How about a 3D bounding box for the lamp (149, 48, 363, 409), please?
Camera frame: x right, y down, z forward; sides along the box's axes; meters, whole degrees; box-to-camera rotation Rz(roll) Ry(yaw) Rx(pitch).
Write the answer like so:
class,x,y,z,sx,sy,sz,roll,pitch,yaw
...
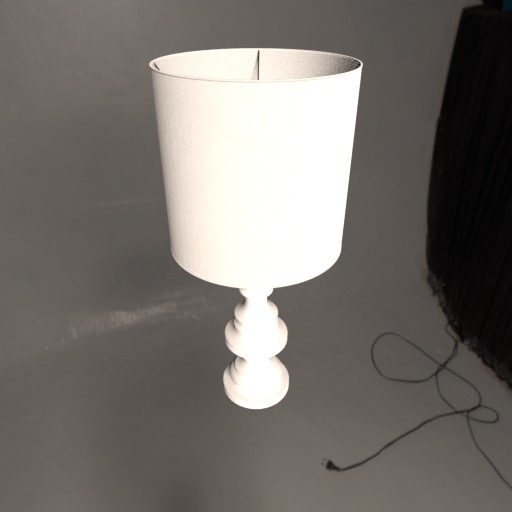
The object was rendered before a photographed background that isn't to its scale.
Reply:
class,x,y,z,sx,sy,sz,roll,pitch,yaw
lamp,0.000,0.000,0.560,0.208,0.455,0.208,-10,33,-15
